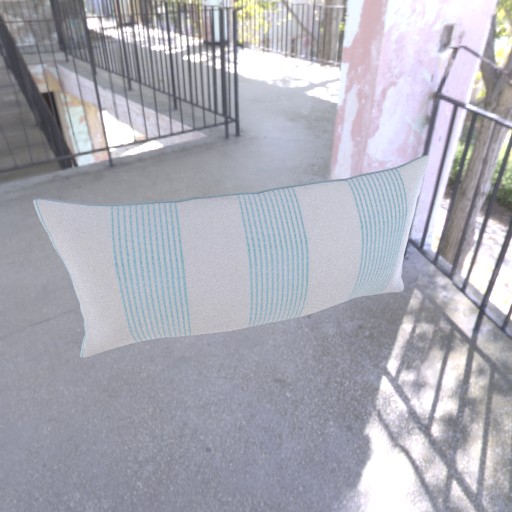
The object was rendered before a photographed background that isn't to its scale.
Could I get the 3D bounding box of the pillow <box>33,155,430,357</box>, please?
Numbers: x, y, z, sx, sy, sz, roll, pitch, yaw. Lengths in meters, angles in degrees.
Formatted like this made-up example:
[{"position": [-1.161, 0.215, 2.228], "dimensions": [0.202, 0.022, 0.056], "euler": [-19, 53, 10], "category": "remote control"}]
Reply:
[{"position": [0.000, 0.000, 0.731], "dimensions": [0.610, 0.287, 0.151], "euler": [-9, 34, -14], "category": "pillow"}]
